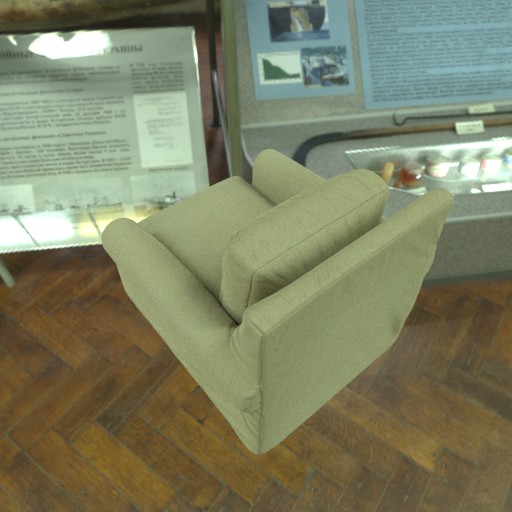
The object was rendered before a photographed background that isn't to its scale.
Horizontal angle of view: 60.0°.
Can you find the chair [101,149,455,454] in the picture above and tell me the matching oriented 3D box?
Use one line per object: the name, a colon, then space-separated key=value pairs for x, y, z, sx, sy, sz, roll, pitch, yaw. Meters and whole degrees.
chair: x=0.000 y=0.000 z=1.776 sx=0.940 sy=0.866 sz=1.066 roll=-31 pitch=54 yaw=-26
